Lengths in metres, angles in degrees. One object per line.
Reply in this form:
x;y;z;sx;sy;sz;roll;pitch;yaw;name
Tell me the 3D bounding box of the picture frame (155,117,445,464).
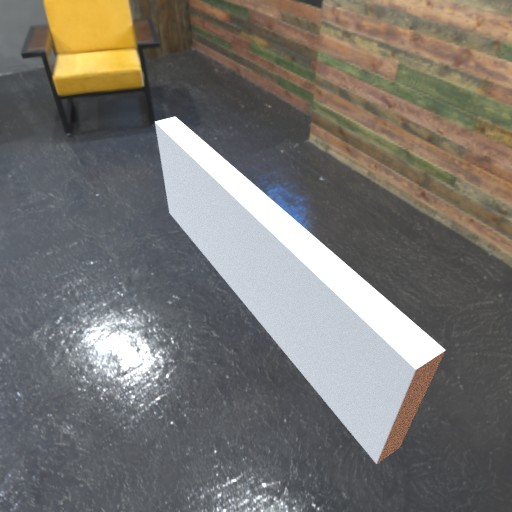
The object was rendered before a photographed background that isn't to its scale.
0.000;0.000;0.836;0.050;0.250;0.759;-23;47;-24;picture frame
